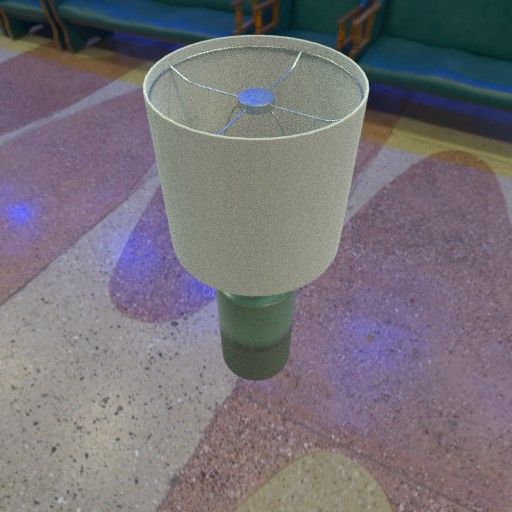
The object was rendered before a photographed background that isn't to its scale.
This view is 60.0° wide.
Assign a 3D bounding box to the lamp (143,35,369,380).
[{"bbox_3d":[0.000,0.000,0.600,0.212,0.493,0.212,22,51,20],"label":"lamp"}]
